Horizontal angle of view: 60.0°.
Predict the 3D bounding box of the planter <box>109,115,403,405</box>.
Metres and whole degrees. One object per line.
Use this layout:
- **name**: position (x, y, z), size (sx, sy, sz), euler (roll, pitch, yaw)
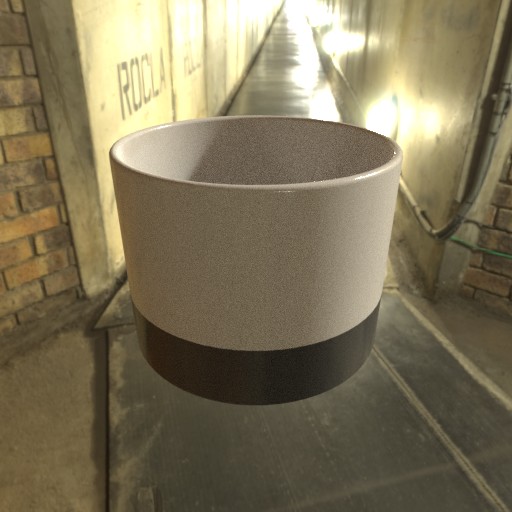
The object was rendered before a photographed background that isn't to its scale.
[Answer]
- **planter**: position (0.000, 0.000, 0.343), size (0.193, 0.177, 0.193), euler (0, 28, 0)
